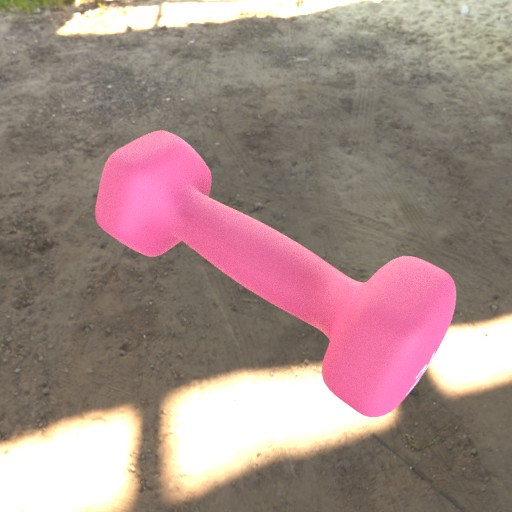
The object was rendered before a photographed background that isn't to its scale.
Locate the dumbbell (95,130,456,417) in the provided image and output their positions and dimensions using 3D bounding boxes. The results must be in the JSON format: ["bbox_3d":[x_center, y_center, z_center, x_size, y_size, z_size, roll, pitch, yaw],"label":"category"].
[{"bbox_3d":[0.000,0.000,0.175,0.146,0.053,0.058,32,54,27],"label":"dumbbell"}]
